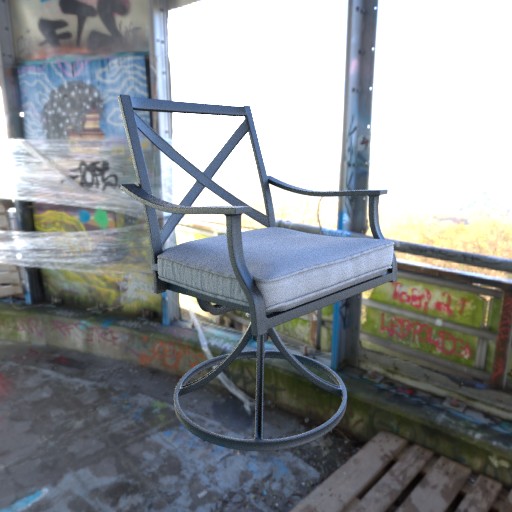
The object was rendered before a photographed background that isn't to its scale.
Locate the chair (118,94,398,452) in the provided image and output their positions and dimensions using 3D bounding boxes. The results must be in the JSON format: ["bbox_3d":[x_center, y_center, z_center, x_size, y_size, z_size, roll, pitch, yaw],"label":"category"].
[{"bbox_3d":[0.000,0.000,1.278,0.575,0.889,0.620,-13,19,-42],"label":"chair"}]
